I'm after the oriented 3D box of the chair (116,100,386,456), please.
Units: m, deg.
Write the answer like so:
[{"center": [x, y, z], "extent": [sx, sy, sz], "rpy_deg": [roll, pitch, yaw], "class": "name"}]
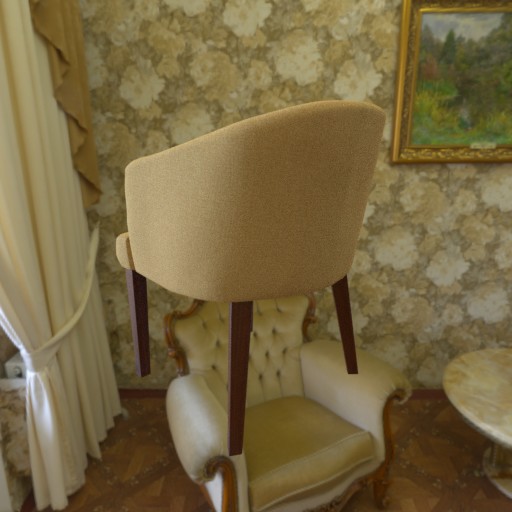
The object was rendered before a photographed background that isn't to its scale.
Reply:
[{"center": [0.000, 0.000, 1.263], "extent": [0.583, 0.811, 0.655], "rpy_deg": [-15, 22, -43], "class": "chair"}]
